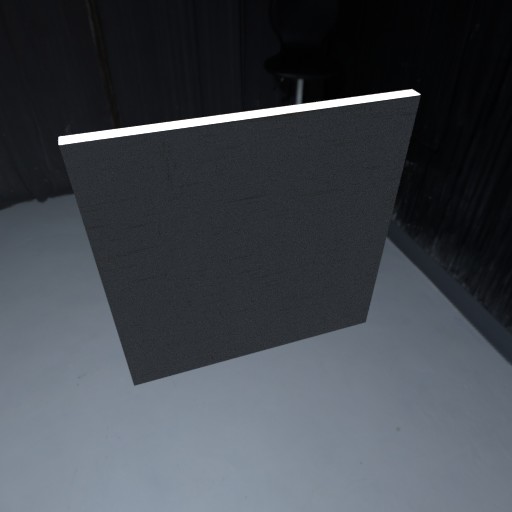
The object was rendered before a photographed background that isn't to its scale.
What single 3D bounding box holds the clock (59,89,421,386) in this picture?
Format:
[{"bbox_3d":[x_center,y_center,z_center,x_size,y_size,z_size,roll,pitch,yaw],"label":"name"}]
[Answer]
[{"bbox_3d":[0.000,0.000,1.065,0.705,0.705,0.032,-12,42,-14],"label":"clock"}]
